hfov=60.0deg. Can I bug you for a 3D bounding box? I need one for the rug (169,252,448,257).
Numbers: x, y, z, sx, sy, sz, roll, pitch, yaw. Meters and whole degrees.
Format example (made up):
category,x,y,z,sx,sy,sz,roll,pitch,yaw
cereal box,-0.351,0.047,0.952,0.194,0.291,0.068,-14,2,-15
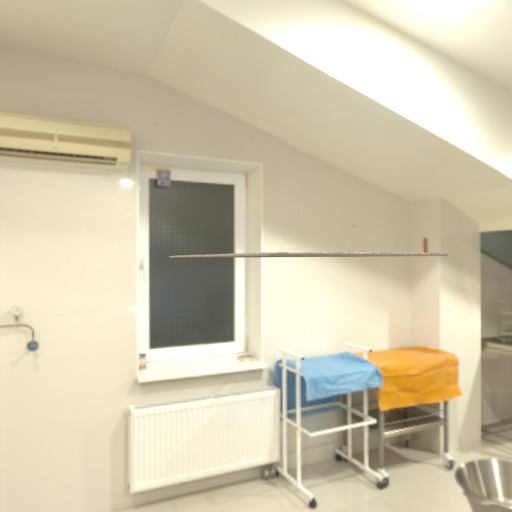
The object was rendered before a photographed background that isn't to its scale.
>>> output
category,x,y,z,sx,sy,sz,roll,pitch,yaw
rug,0.000,0.000,2.466,0.662,0.011,2.196,0,0,-19
